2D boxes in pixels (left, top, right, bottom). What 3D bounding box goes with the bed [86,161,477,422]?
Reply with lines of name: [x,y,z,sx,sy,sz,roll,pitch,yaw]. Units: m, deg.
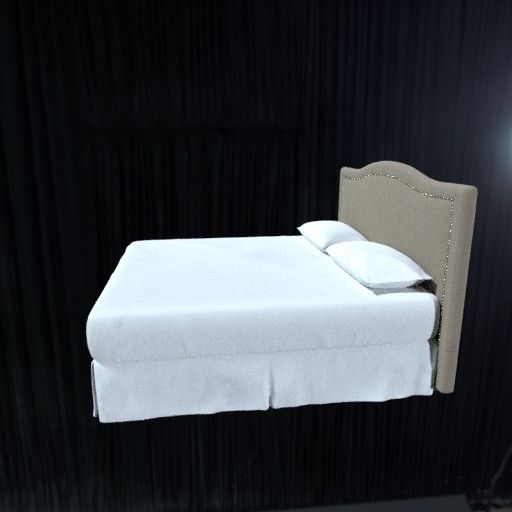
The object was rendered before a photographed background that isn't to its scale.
bed: [0.000,0.000,3.420,2.182,1.421,2.083,-2,14,-8]
